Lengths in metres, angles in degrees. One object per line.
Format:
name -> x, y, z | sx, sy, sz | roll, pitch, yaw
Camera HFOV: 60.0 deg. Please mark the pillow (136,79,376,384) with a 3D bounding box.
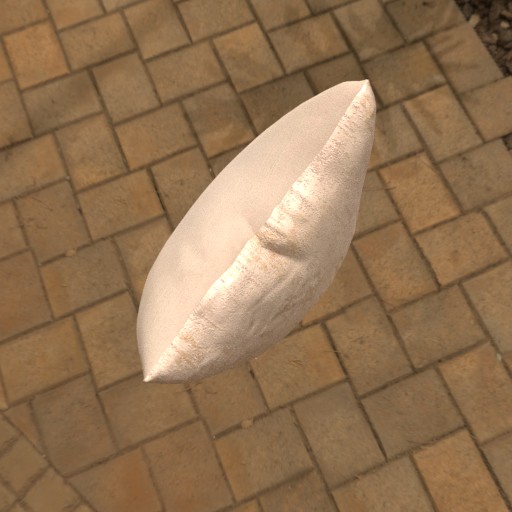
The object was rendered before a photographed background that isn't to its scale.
pillow -> 0.000, 0.000, 0.719 | 0.245, 0.448, 0.450 | 37, 80, 8
